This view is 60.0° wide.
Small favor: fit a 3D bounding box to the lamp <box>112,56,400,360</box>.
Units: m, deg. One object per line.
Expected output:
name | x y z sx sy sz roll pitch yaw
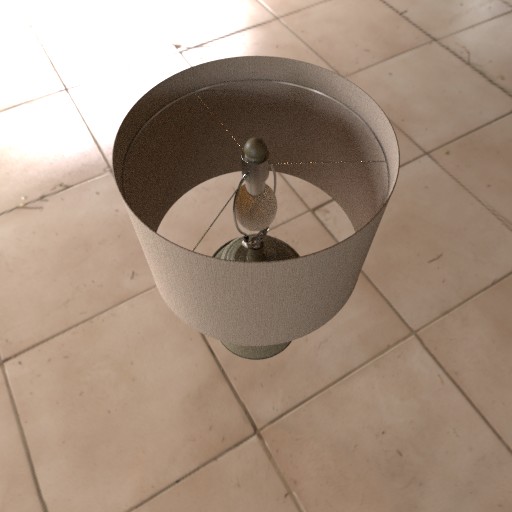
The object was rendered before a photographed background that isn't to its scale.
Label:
lamp | 0.000 0.000 0.699 0.318 0.486 0.318 0 58 0
